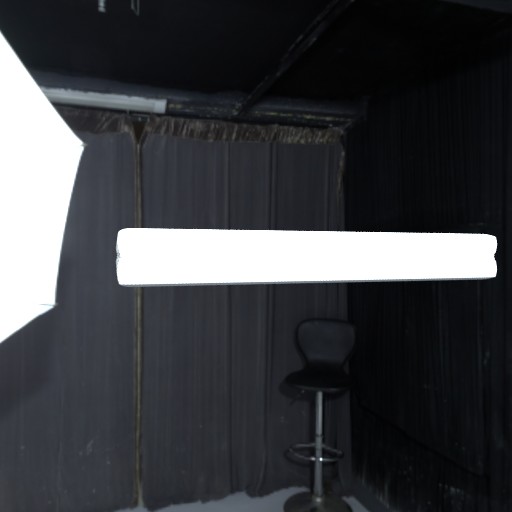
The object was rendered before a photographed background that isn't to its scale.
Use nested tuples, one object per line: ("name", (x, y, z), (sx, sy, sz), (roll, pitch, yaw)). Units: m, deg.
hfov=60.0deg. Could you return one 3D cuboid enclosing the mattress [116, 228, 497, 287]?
("mattress", (0.000, 0.000, 2.664), (1.600, 0.200, 2.000), (0, 0, -18))
